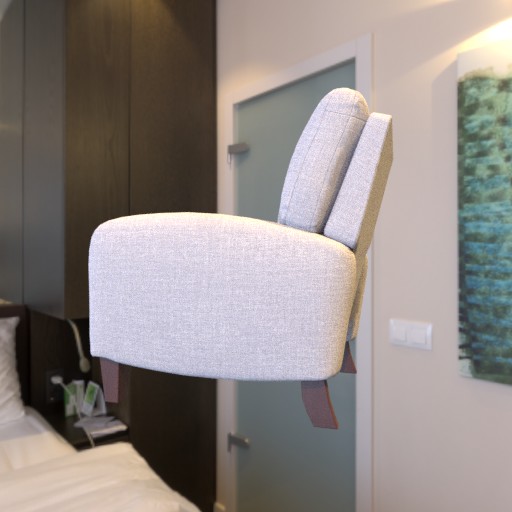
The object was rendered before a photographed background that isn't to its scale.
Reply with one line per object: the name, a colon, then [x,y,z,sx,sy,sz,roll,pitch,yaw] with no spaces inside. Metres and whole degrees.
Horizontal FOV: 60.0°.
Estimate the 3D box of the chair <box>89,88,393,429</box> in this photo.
chair: [0.000,0.000,1.680,0.990,0.990,0.762,0,0,18]
